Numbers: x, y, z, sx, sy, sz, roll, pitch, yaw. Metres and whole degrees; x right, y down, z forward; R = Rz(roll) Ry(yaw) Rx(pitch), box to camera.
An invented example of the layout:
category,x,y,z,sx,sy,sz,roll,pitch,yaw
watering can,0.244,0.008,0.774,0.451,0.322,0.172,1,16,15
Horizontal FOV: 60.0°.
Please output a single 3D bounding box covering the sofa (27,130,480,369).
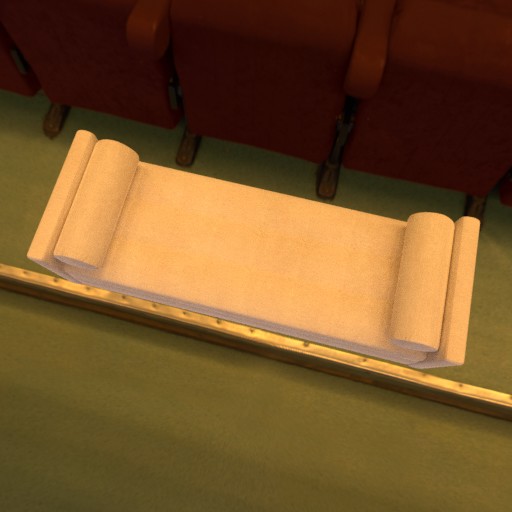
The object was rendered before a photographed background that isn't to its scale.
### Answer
category,x,y,z,sx,sy,sz,roll,pitch,yaw
sofa,0.000,0.000,2.311,1.981,0.635,0.686,13,74,4
